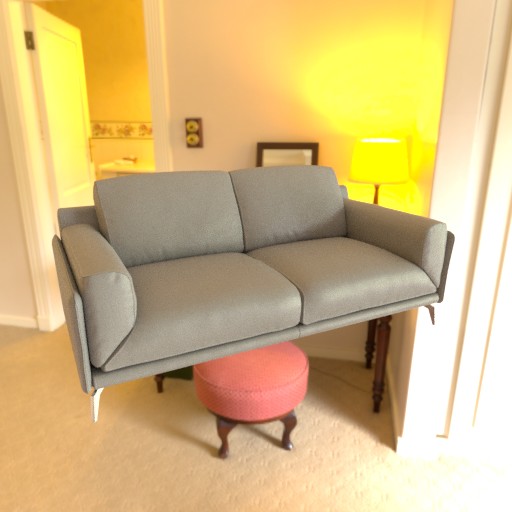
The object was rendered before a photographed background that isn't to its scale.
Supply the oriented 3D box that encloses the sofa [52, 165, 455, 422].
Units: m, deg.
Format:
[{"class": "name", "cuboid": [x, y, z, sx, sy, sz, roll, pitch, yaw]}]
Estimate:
[{"class": "sofa", "cuboid": [0.000, 0.000, 2.578, 2.101, 0.930, 1.049, -9, 19, -26]}]
